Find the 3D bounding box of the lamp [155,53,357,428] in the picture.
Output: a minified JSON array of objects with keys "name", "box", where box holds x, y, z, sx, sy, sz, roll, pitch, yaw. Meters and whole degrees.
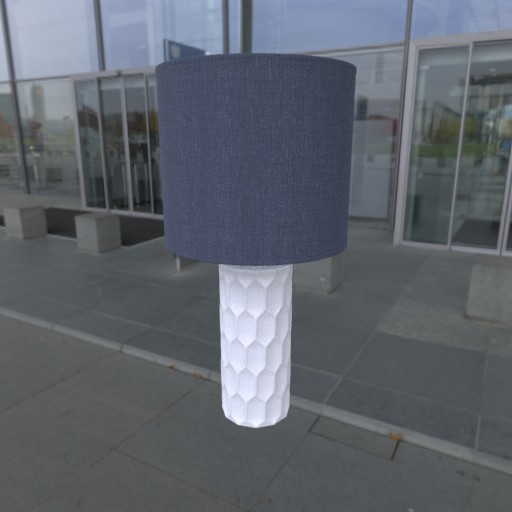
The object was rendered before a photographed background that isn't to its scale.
[{"name":"lamp","box":[0.000,0.000,0.691,0.277,0.537,0.277,14,20,43]}]
